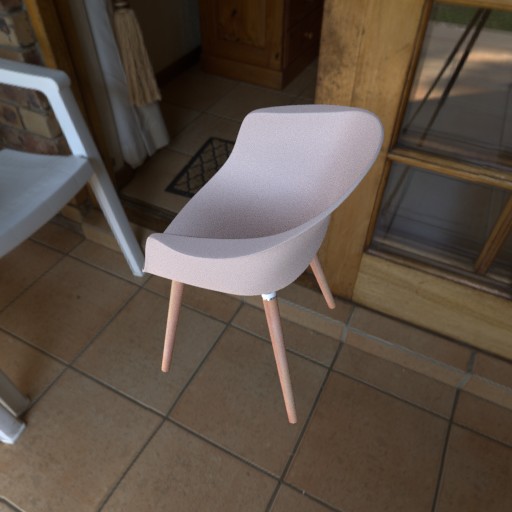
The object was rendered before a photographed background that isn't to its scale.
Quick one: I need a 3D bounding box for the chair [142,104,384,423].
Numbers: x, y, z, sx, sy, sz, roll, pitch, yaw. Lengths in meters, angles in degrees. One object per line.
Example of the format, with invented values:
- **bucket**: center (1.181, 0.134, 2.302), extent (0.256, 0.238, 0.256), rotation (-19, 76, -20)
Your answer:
- **chair**: center (0.000, 0.000, 1.175), extent (0.504, 0.781, 0.593), rotation (16, 48, 15)
